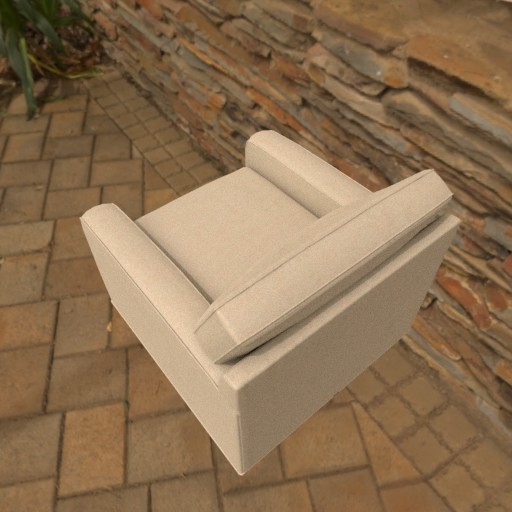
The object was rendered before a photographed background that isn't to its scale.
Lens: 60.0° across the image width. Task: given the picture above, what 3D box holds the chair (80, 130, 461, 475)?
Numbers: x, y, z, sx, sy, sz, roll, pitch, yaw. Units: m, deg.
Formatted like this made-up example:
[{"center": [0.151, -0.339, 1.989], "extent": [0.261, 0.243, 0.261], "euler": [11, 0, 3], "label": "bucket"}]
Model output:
[{"center": [0.000, 0.000, 1.794], "extent": [0.998, 0.913, 1.043], "euler": [-31, 55, -25], "label": "chair"}]
